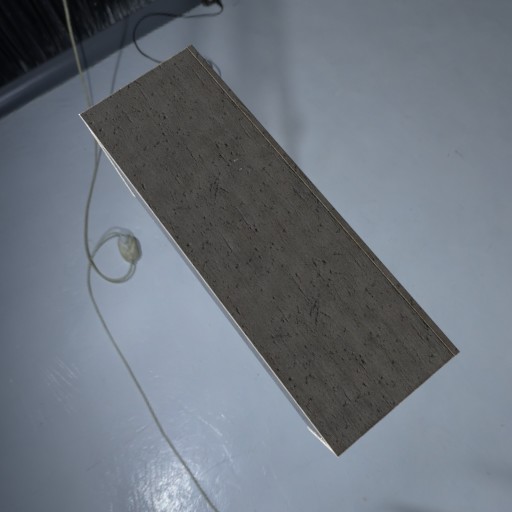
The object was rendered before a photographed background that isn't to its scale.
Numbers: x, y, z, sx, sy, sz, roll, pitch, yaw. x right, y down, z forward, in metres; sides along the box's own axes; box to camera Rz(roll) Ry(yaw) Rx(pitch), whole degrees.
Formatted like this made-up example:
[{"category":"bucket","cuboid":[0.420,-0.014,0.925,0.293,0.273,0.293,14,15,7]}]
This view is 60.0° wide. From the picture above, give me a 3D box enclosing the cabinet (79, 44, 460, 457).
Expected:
[{"category":"cabinet","cuboid":[0.000,0.000,1.904,0.511,0.825,1.460,-37,78,-9]}]
